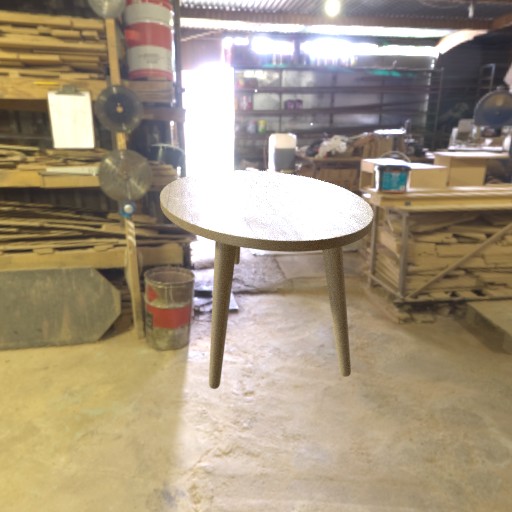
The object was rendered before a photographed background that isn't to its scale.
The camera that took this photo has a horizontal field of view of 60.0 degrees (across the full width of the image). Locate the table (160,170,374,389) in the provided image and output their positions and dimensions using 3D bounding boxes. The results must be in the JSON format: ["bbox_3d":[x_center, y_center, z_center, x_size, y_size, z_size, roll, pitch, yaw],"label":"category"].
[{"bbox_3d":[0.000,0.000,1.337,0.542,0.390,1.083,-3,18,-9],"label":"table"}]
